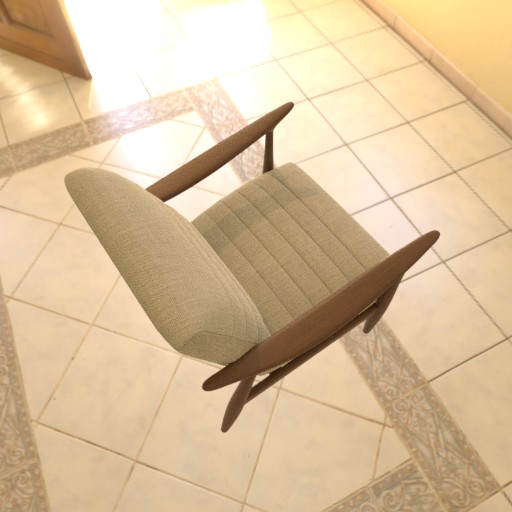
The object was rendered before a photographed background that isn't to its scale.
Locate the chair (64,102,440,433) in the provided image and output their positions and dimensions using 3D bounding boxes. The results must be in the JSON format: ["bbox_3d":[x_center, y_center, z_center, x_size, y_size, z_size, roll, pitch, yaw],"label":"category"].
[{"bbox_3d":[0.000,0.000,1.428,0.798,0.832,0.741,-32,64,-18],"label":"chair"}]
